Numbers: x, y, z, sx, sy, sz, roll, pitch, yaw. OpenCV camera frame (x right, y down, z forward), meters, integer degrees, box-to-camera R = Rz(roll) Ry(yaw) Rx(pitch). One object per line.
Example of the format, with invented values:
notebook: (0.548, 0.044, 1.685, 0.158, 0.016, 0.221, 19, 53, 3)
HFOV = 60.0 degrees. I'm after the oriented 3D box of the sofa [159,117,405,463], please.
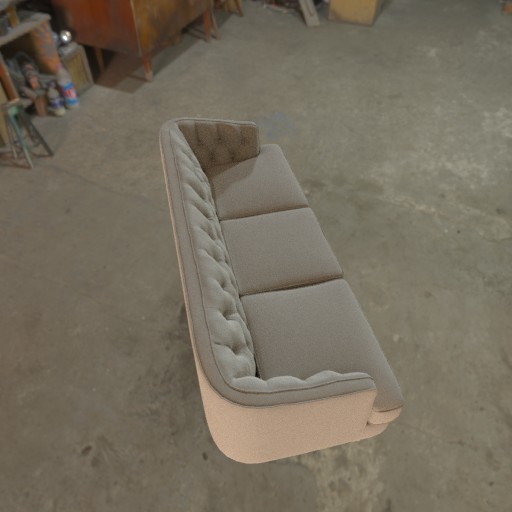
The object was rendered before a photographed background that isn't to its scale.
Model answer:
sofa: (0.000, 0.000, 2.756, 0.941, 0.855, 2.278, -10, 47, -9)
